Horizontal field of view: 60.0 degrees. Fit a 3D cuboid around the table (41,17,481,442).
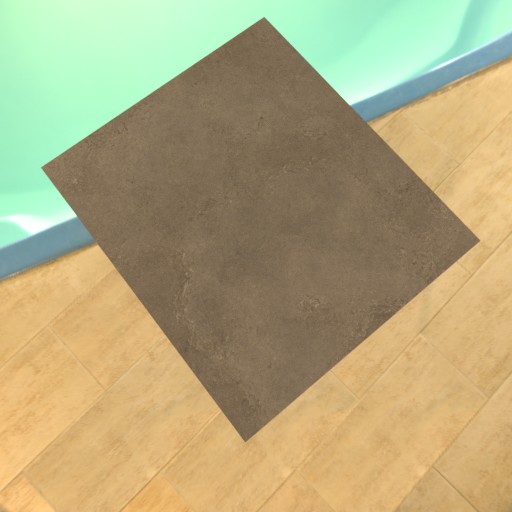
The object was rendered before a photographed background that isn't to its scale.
[{"bbox_3d":[0.000,0.000,1.549,0.700,1.020,0.800,-38,79,-9],"label":"table"}]
